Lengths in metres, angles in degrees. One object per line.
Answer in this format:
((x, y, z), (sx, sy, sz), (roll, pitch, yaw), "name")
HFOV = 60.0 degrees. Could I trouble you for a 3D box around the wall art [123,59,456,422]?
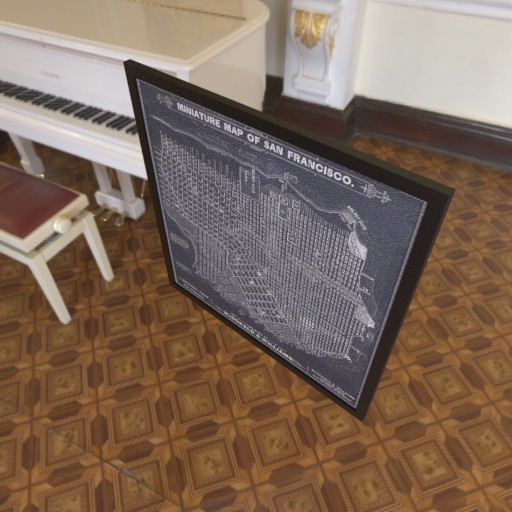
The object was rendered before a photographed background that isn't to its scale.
((0.000, 0.000, 1.165), (0.807, 0.807, 0.022), (31, 53, 27), "wall art")
